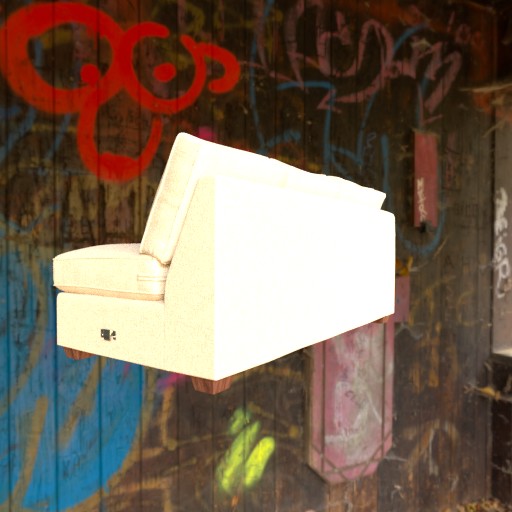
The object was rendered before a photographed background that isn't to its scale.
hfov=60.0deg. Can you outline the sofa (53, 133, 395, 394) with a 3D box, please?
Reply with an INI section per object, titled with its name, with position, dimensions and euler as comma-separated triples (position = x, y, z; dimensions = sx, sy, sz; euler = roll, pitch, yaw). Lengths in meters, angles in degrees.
[sofa]
position = 0.000, 0.000, 2.592
dimensions = 1.034, 0.946, 1.962
euler = 1, 1, 35
